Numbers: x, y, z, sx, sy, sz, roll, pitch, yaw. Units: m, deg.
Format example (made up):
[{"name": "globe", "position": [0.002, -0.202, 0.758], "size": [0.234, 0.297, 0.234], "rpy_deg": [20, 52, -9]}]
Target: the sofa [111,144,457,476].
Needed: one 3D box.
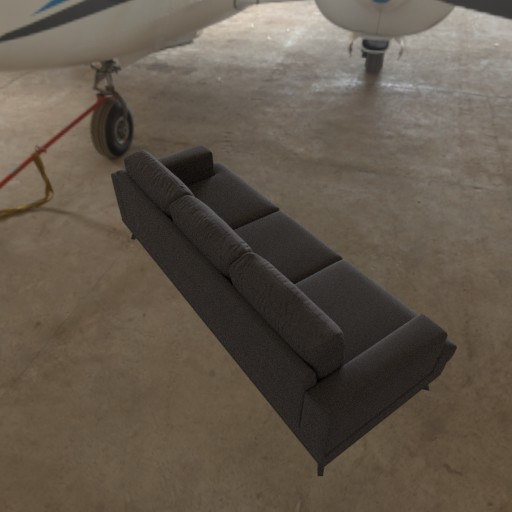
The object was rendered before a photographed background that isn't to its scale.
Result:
[{"name": "sofa", "position": [0.000, 0.000, 2.756], "size": [0.920, 0.810, 2.310], "rpy_deg": [-25, 48, -26]}]
